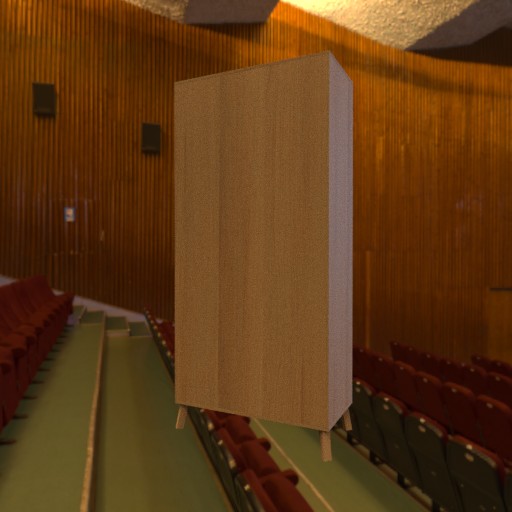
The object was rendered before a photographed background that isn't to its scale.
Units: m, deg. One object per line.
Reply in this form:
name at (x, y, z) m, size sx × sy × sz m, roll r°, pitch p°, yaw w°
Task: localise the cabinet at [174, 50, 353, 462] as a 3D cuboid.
cabinet at (0.000, 0.000, 2.660) m, size 0.969 × 1.957 × 1.272 m, roll 0°, pitch 1°, yaw -19°
